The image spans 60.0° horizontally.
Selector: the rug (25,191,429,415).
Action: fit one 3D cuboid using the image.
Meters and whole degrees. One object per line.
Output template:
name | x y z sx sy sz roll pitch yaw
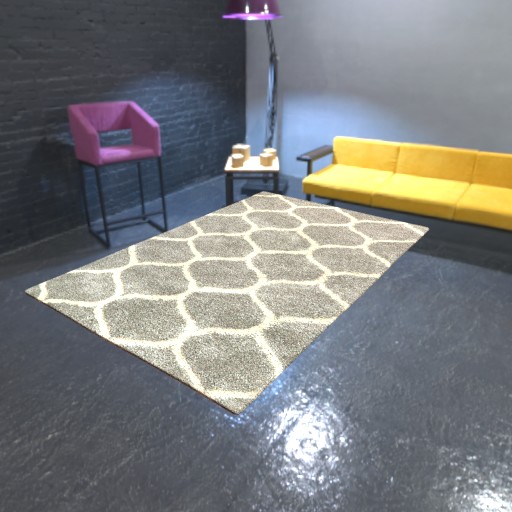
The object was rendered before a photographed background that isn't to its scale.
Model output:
rug | 0.000 0.000 3.398 1.801 0.026 2.701 18 31 32
